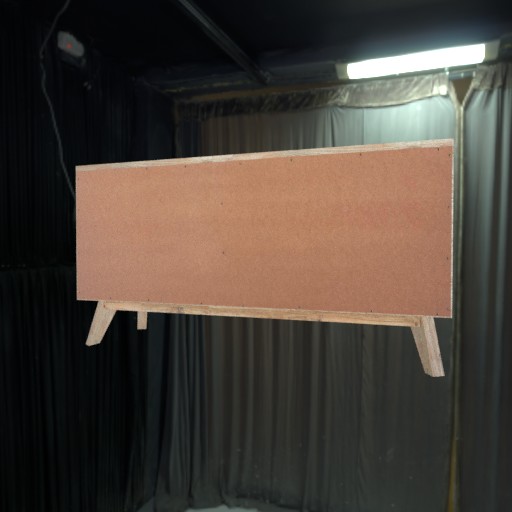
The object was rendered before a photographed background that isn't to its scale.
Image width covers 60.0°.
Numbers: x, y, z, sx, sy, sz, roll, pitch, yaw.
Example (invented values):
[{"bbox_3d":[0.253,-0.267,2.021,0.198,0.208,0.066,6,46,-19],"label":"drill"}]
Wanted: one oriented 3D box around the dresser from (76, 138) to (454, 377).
[{"bbox_3d":[0.000,0.000,1.955,1.554,0.805,0.455,0,1,19],"label":"dresser"}]
